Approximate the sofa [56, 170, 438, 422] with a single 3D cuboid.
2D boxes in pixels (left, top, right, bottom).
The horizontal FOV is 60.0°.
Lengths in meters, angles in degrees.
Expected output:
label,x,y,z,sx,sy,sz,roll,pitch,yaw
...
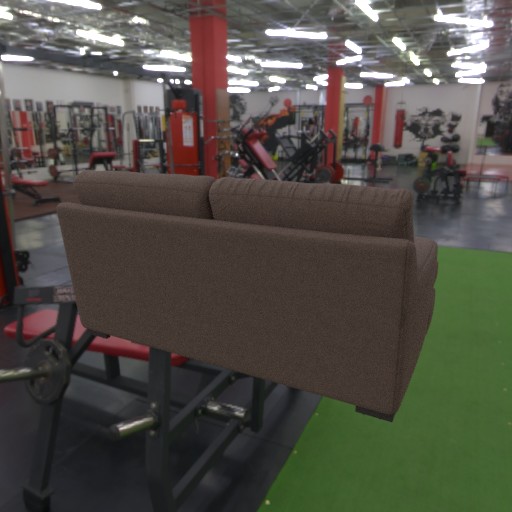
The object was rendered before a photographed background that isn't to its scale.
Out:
label,x,y,z,sx,sy,sz,roll,pitch,yaw
sofa,0.000,0.000,2.476,1.869,0.950,1.140,8,18,27
